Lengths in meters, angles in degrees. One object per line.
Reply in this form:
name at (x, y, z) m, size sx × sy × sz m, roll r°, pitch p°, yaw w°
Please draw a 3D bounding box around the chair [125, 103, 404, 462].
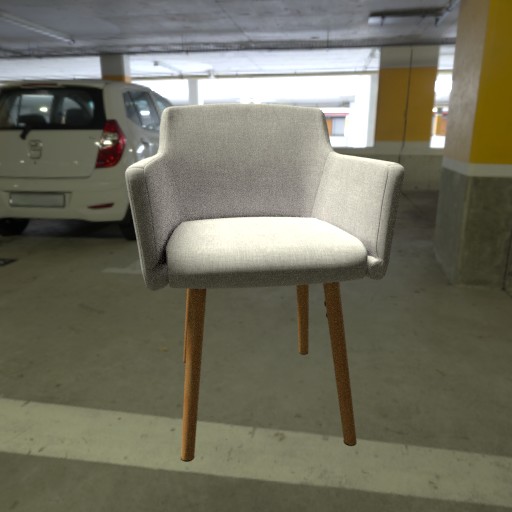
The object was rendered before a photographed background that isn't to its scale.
chair at (0.000, 0.000, 1.153) m, size 0.570 × 0.780 × 0.540 m, roll -2°, pitch 16°, yaw -8°
